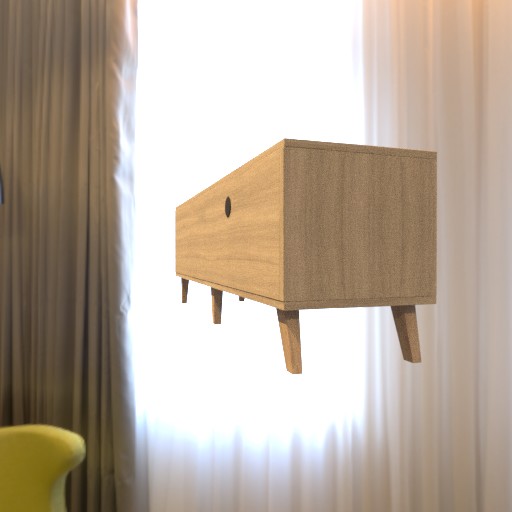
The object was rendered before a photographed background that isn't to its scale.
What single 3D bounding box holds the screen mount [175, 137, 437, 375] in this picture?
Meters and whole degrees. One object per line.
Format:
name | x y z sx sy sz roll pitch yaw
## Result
screen mount | 0.000 0.000 1.706 0.401 0.509 1.500 0 0 -19
